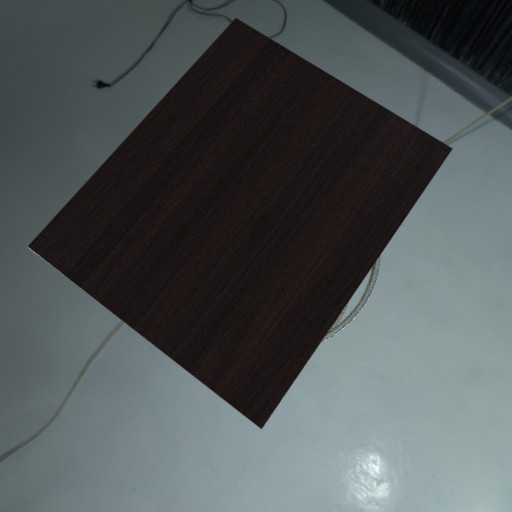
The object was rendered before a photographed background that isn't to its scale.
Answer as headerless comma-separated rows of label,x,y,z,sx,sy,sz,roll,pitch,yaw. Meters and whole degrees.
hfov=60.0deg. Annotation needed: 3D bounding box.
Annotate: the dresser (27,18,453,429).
dresser,0.000,0.000,0.751,0.360,0.470,0.400,35,77,9
